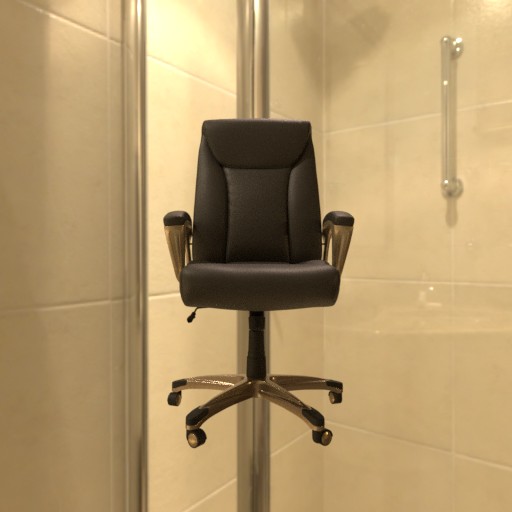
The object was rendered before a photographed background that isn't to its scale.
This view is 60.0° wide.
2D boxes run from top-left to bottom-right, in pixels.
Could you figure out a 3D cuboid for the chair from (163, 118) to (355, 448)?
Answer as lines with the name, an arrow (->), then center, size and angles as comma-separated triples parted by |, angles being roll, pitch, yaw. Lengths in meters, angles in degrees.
chair -> 0.000, 0.000, 1.650 | 0.694, 1.188, 0.748 | 0, 0, -1
